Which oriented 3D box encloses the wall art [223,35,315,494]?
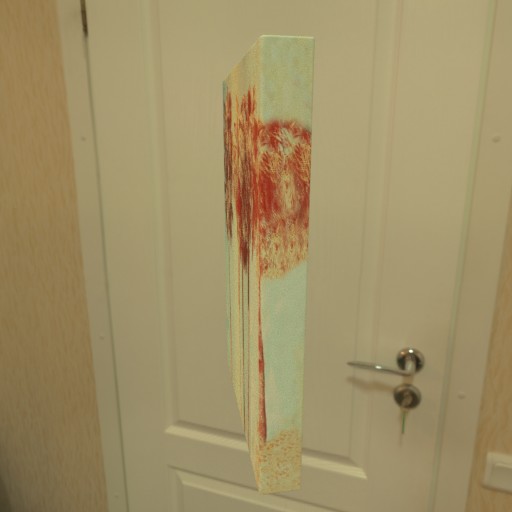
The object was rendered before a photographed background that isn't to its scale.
[{"bbox_3d":[0.000,0.000,0.473,0.039,0.380,0.251,-3,15,-10],"label":"wall art"}]
